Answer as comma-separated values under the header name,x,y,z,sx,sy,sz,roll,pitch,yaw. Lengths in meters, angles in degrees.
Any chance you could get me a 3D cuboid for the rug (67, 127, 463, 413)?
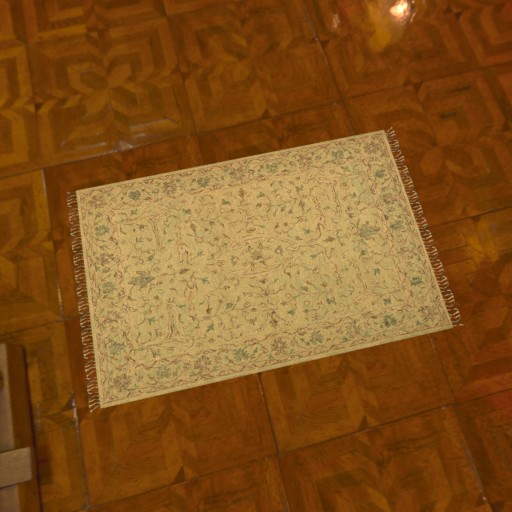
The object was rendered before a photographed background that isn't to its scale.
name,x,y,z,sx,sy,sz,roll,pitch,yaw
rug,0.000,0.000,3.022,2.435,0.010,1.544,-12,73,-4
